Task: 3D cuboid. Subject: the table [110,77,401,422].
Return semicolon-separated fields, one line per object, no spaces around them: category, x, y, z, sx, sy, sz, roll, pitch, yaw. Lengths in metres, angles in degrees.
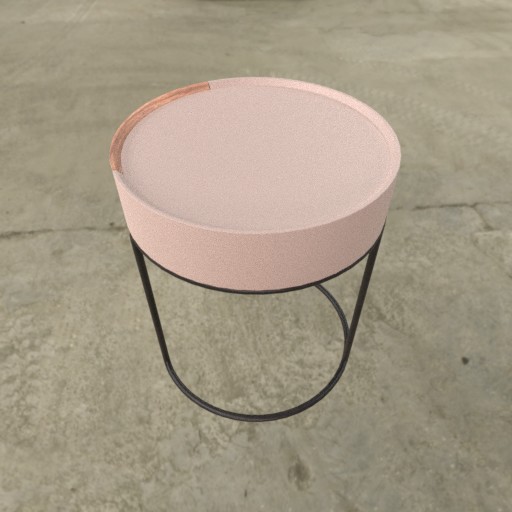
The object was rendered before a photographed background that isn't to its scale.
table;0.000;0.000;0.886;0.450;0.530;0.450;0;45;0
